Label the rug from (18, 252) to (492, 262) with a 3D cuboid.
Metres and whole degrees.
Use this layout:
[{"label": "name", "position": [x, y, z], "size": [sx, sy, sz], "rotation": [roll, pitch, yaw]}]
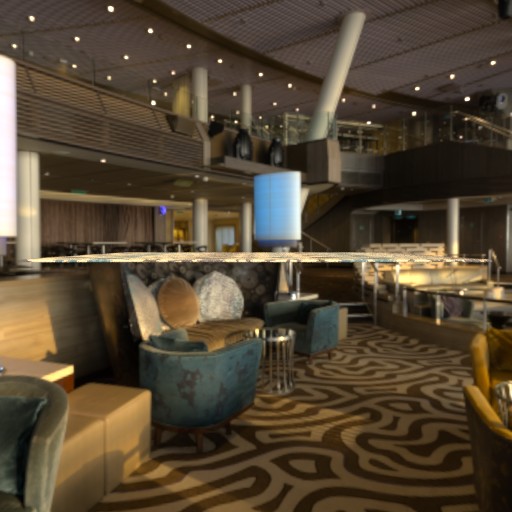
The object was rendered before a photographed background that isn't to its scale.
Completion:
[{"label": "rug", "position": [0.000, 0.000, 2.940], "size": [2.261, 0.013, 1.676], "rotation": [0, 2, 0]}]
